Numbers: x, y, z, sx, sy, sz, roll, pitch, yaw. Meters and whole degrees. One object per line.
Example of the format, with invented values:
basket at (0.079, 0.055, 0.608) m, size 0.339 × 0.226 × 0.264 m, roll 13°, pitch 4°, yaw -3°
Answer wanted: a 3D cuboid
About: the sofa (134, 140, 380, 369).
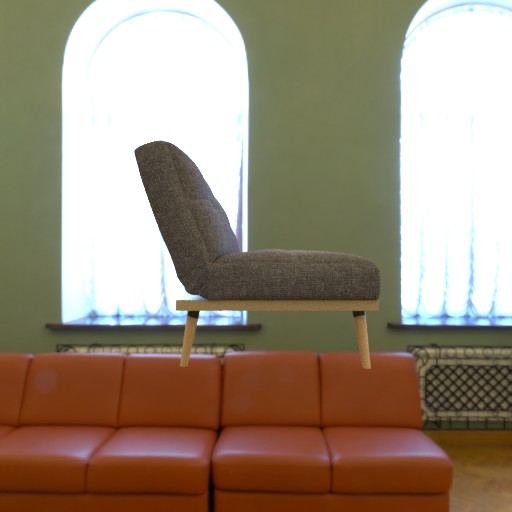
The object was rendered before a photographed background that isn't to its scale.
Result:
sofa at (0.000, 0.000, 2.337) m, size 0.820 × 0.770 × 1.820 m, roll 0°, pitch 0°, yaw 0°
